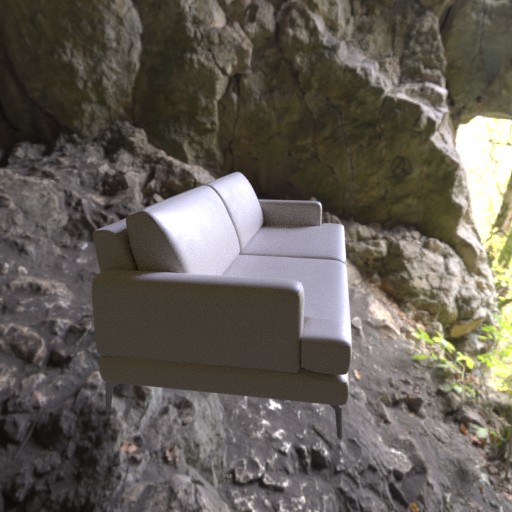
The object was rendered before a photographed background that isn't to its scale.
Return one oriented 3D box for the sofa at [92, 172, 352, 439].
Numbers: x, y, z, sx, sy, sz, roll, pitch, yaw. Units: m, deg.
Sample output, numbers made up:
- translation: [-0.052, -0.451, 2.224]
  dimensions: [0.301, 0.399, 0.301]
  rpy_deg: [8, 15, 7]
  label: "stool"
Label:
- translation: [0.000, 0.000, 2.409]
  dimensions: [0.974, 0.765, 1.940]
  rpy_deg: [3, 16, 10]
  label: "sofa"
